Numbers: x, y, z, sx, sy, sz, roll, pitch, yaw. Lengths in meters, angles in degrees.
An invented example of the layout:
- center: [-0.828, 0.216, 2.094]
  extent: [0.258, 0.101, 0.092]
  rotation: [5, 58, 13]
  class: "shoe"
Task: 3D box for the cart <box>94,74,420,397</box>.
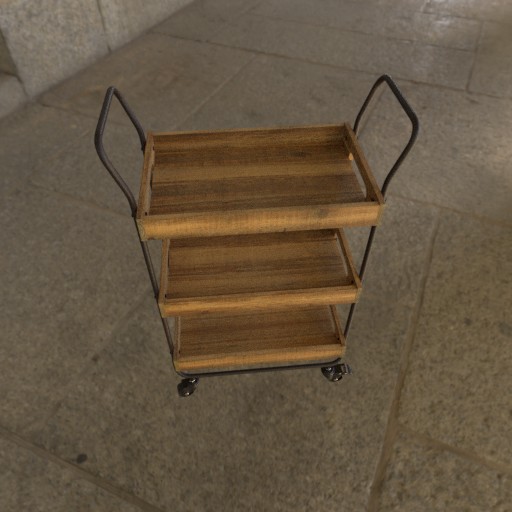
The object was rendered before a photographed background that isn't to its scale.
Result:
- center: [0.000, 0.000, 1.157]
  extent: [0.583, 0.857, 0.339]
  rotation: [-4, 47, -4]
  class: "cart"
